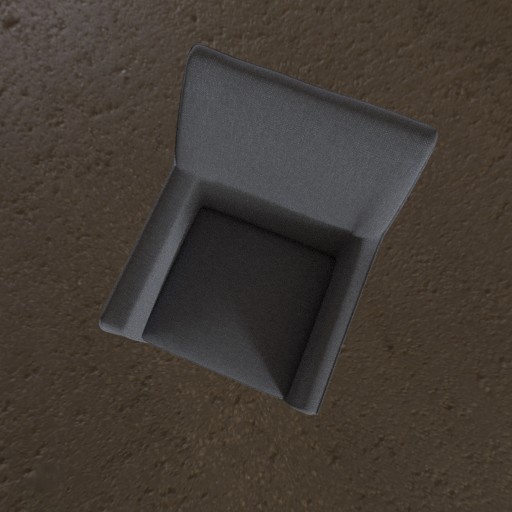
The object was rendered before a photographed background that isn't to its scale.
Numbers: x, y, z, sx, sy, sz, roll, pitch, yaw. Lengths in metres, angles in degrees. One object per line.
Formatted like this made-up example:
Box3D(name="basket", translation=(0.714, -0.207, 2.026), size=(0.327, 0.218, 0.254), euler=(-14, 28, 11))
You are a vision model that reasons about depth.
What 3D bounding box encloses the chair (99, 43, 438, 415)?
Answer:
Box3D(name="chair", translation=(0.000, 0.000, 1.612), size=(0.780, 0.919, 0.899), euler=(22, 77, 5))
